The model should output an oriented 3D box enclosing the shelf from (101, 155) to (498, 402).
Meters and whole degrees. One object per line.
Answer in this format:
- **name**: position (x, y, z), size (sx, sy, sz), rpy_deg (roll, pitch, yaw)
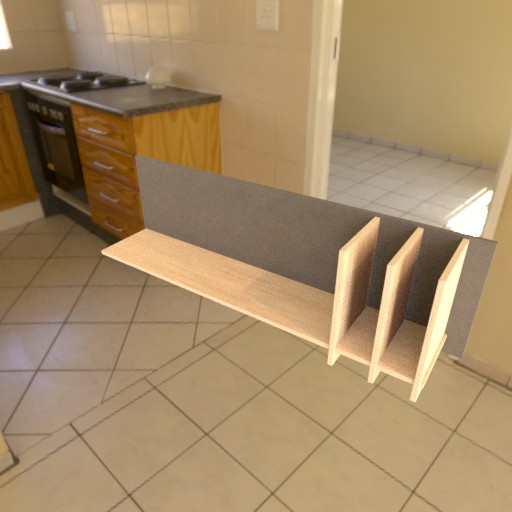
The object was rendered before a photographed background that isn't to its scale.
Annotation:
- **shelf**: position (0.000, 0.000, 1.127), size (1.020, 0.300, 0.200), rpy_deg (19, 35, 29)
